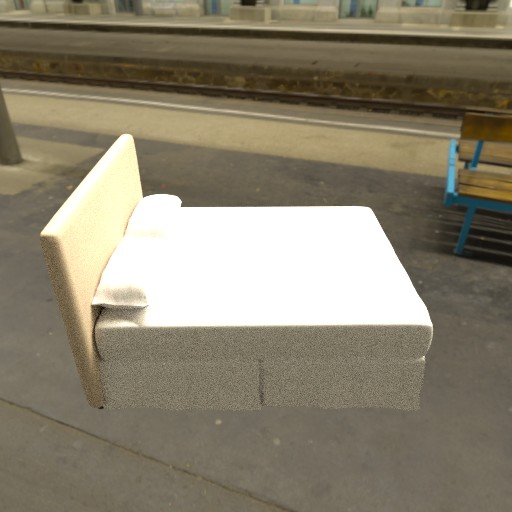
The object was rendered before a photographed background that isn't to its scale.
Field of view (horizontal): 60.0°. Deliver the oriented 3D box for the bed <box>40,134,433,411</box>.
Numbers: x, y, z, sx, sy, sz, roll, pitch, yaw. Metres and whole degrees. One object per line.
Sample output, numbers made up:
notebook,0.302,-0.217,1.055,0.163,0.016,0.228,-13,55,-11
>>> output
bed,0.000,0.000,3.184,2.142,1.330,1.723,0,32,-1
